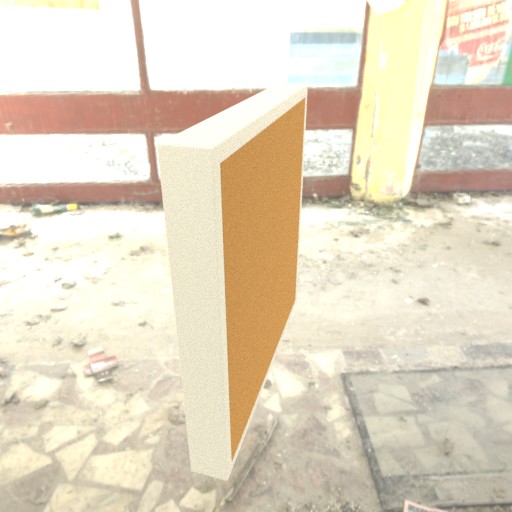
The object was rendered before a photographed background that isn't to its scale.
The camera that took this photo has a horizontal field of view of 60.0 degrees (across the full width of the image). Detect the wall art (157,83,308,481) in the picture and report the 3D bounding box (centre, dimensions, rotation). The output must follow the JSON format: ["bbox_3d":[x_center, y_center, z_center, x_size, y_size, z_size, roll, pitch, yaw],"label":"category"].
[{"bbox_3d":[0.000,0.000,0.467,0.037,0.305,0.305,8,29,15],"label":"wall art"}]
